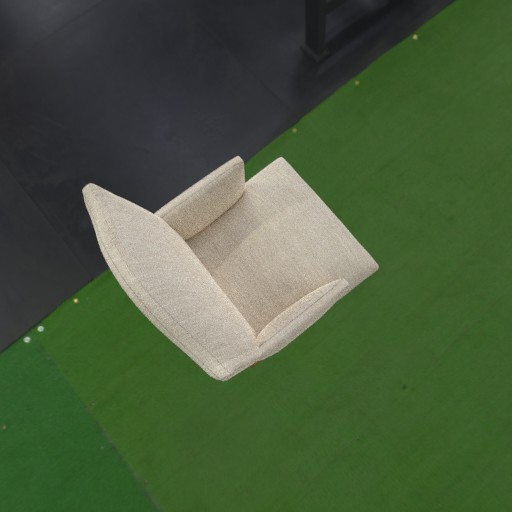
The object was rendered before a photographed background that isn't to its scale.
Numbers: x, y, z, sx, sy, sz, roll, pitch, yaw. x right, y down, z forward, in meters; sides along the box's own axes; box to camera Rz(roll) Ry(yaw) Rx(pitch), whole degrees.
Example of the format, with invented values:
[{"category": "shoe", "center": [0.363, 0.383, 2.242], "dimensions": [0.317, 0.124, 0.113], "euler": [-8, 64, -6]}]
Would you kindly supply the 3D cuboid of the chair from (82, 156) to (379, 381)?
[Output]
[{"category": "chair", "center": [0.000, 0.000, 1.360], "dimensions": [0.641, 1.016, 0.533], "euler": [-37, 78, -10]}]
